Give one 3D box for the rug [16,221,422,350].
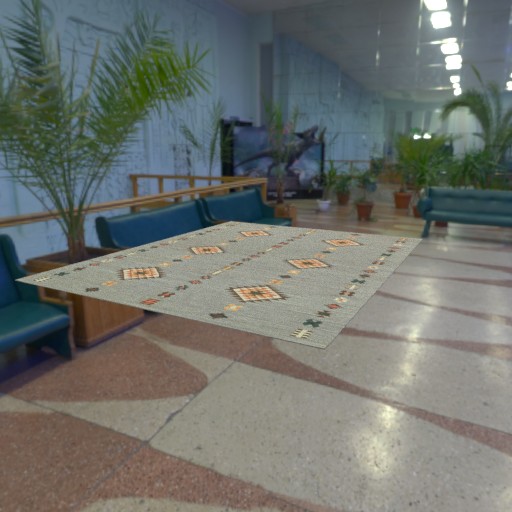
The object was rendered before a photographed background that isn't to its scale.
[{"bbox_3d":[0.000,0.000,4.023,2.425,0.008,3.035,7,16,28],"label":"rug"}]
